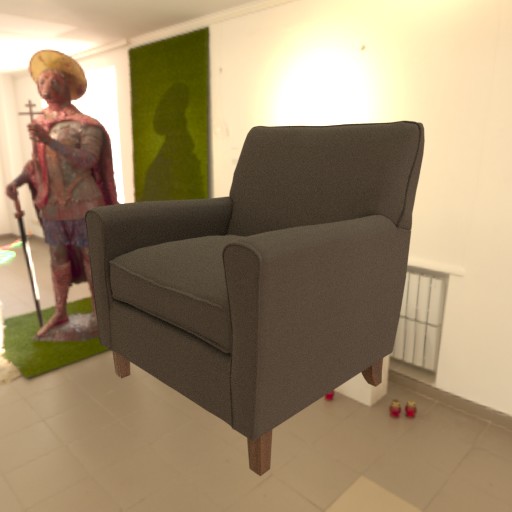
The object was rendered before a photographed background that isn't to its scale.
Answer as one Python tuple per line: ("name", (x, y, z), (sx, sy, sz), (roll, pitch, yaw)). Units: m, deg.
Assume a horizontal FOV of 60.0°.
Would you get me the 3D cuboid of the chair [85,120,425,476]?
("chair", (0.000, 0.000, 1.553), (0.836, 0.911, 0.831), (14, 20, 42))
